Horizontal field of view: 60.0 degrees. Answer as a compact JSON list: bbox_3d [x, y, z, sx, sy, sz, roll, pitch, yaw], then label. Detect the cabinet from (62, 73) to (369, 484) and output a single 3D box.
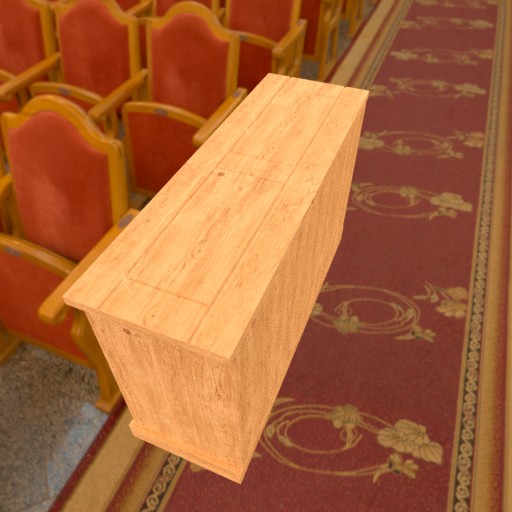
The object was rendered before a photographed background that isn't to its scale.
[{"bbox_3d":[0.000,0.000,1.694,0.432,0.810,1.321,17,48,16],"label":"cabinet"}]
